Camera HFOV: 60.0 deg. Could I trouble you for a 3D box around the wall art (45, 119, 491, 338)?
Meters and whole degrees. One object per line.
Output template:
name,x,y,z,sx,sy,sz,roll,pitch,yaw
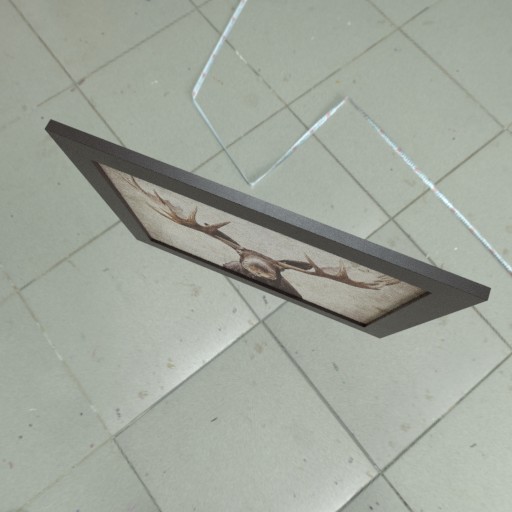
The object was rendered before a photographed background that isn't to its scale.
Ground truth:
wall art,0.000,0.000,1.579,1.207,0.952,0.034,22,75,6
